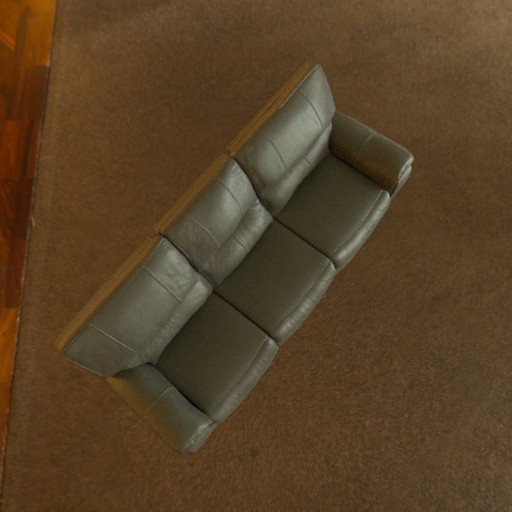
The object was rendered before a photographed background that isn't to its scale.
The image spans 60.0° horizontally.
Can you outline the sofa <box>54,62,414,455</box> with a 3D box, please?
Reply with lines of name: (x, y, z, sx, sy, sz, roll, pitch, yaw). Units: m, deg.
sofa: (0.000, 0.000, 3.179, 1.104, 1.134, 2.627, 38, 78, 10)
